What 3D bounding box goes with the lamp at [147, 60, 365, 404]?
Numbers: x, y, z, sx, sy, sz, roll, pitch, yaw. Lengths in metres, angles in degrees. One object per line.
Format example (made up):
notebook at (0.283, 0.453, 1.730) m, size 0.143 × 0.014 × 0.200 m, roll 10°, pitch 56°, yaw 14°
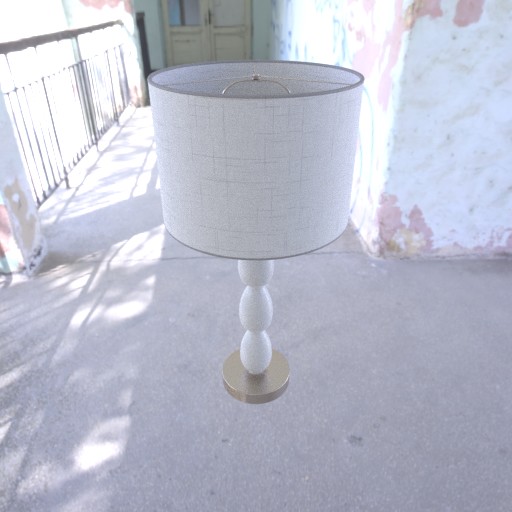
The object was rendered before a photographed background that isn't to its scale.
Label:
lamp at (0.000, 0.000, 0.728) m, size 0.282 × 0.559 × 0.280 m, roll -1°, pitch 31°, yaw -2°
